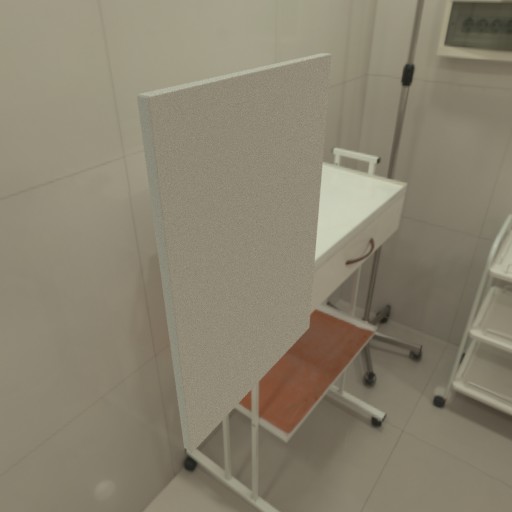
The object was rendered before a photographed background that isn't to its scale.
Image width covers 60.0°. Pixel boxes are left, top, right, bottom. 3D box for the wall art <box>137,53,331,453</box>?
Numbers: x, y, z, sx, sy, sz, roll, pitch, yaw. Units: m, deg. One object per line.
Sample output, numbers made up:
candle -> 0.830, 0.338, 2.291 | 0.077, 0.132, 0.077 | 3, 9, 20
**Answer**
wall art -> 0.000, 0.000, 1.507 | 0.038, 1.183, 0.808 | 21, 37, 30
